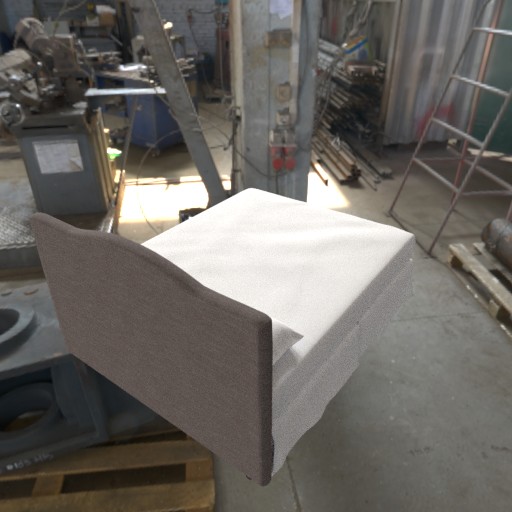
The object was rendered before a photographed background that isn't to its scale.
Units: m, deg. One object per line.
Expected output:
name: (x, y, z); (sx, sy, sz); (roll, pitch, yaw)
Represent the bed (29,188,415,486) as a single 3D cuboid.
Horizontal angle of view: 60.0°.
bed: (0.000, 0.000, 3.874); (2.161, 1.457, 2.689); (21, 37, 30)
